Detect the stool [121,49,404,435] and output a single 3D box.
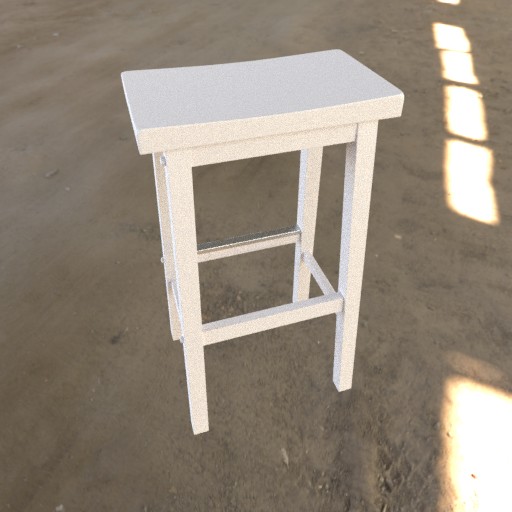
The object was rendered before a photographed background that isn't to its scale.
[{"bbox_3d":[0.000,0.000,0.953,0.406,0.742,0.322,-12,43,-13],"label":"stool"}]
